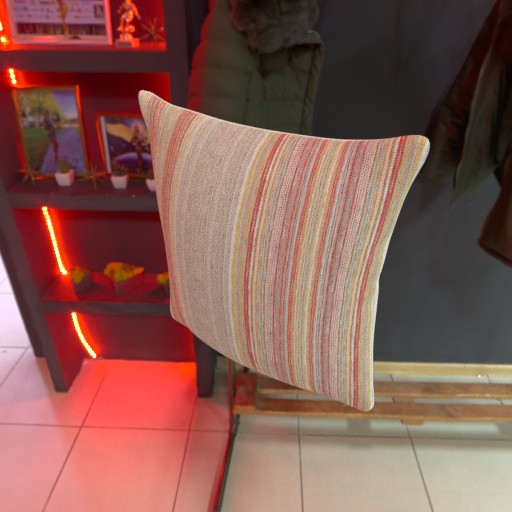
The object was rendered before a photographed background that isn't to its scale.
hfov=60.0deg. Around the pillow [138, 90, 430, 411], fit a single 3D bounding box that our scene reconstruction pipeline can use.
[{"bbox_3d":[0.000,0.000,0.693,0.451,0.449,0.191,19,36,29],"label":"pillow"}]
